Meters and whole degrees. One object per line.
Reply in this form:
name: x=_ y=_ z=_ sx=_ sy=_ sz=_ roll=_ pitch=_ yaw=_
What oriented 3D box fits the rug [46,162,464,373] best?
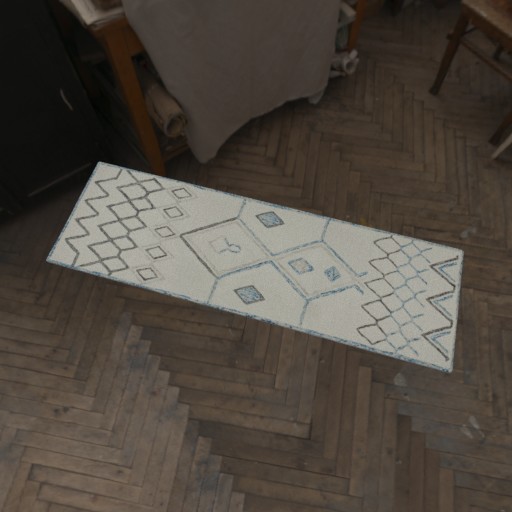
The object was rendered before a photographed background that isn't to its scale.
rug: x=0.000 y=0.000 z=2.709 sx=2.434 sy=0.013 sz=0.770 roll=15 pitch=66 yaw=7
